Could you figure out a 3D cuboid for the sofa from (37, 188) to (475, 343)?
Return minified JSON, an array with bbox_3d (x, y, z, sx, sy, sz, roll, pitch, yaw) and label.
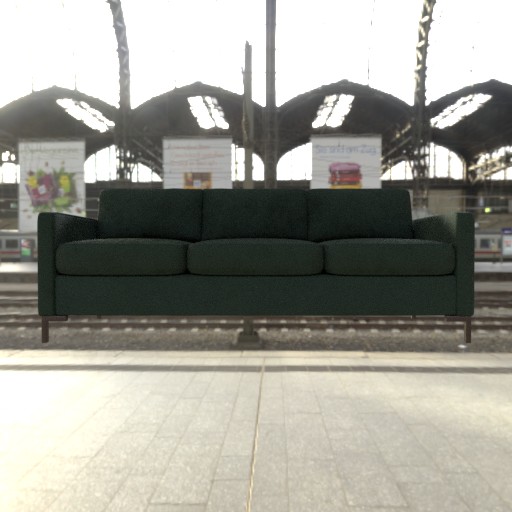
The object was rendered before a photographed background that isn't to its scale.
[{"bbox_3d":[0.000,0.000,2.637,2.218,0.870,0.859,0,1,0],"label":"sofa"}]
